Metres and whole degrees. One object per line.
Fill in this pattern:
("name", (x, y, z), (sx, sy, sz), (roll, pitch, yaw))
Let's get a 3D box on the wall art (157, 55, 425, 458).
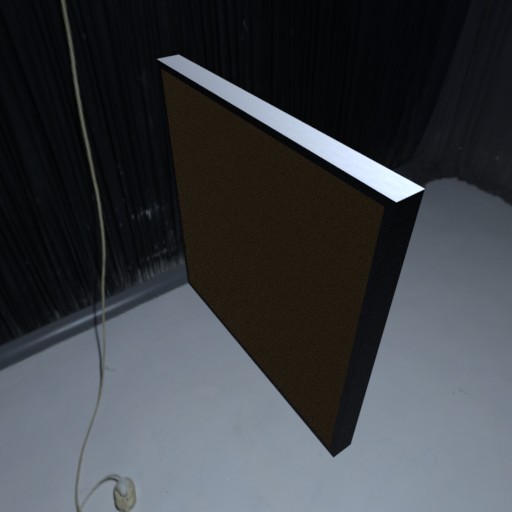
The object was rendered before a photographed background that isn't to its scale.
("wall art", (0.000, 0.000, 0.740), (0.040, 0.509, 0.509), (-24, 46, -26))
